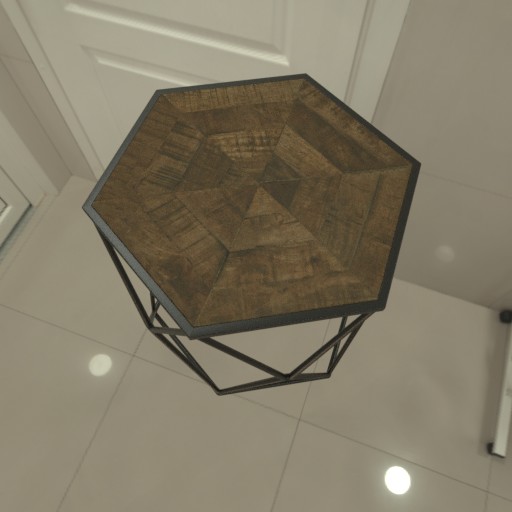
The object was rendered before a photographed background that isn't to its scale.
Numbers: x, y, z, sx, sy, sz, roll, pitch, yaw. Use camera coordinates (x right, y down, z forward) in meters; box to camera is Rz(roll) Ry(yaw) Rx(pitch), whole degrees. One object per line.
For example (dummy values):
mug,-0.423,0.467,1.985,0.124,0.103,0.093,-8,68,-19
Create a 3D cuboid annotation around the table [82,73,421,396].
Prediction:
table,0.000,0.000,1.022,0.579,0.564,0.578,18,65,9
